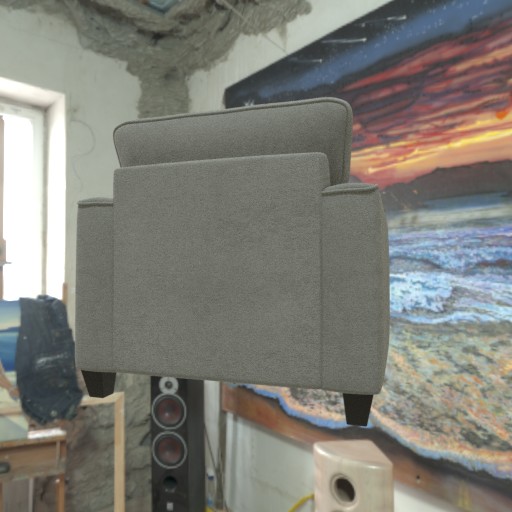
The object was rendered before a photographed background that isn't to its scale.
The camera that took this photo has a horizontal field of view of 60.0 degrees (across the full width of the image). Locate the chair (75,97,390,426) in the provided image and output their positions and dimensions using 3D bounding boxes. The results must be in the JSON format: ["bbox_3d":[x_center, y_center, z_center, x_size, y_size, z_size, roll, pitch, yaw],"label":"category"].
[{"bbox_3d":[0.000,0.000,1.771,1.015,0.965,0.939,0,-1,18],"label":"chair"}]
